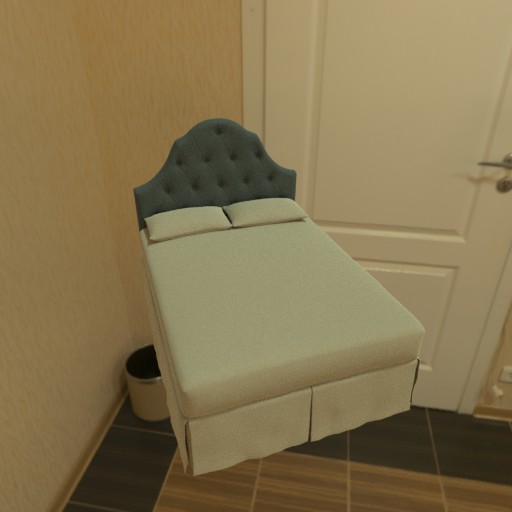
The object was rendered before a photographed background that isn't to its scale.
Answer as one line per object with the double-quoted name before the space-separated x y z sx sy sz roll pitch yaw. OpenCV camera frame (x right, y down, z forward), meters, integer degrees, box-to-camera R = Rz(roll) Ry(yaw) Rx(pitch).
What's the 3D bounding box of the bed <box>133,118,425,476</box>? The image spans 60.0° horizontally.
"bed" 0.000 0.000 3.312 1.636 1.575 2.155 -10 31 -16
